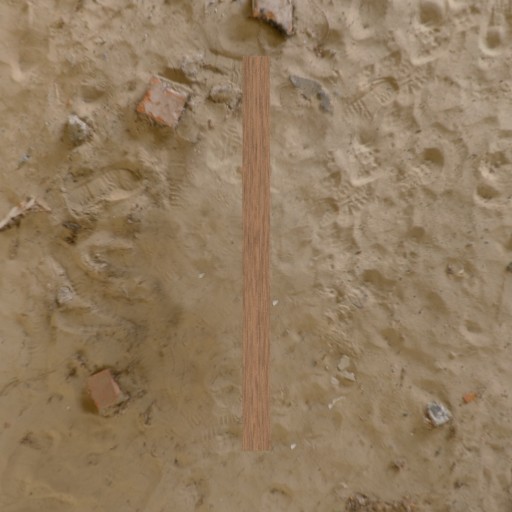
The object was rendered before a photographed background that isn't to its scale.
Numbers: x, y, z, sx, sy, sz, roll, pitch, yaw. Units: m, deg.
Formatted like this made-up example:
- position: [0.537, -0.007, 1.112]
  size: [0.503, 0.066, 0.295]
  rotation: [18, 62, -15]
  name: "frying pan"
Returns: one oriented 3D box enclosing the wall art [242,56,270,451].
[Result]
- position: [0.000, 0.000, 0.713]
  size: [0.028, 0.527, 0.403]
  rotation: [0, 89, 0]
  name: "wall art"
